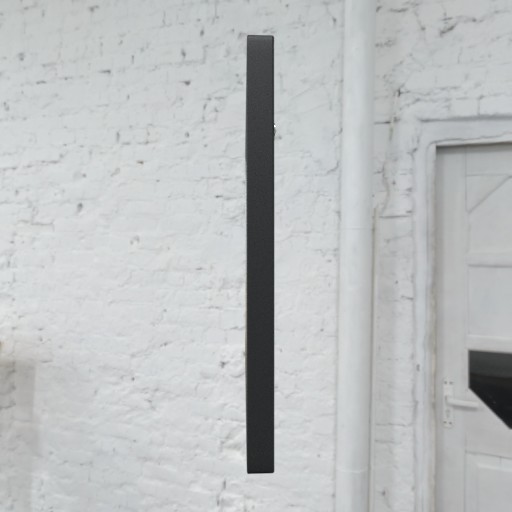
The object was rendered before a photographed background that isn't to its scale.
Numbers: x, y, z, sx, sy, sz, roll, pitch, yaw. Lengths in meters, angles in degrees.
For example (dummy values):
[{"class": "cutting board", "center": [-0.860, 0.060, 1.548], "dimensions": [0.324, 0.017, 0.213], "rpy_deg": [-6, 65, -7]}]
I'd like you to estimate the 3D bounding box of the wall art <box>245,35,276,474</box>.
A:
[{"class": "wall art", "center": [0.000, 0.000, 0.917], "dimensions": [0.043, 0.611, 0.610], "rpy_deg": [0, -1, -2]}]
